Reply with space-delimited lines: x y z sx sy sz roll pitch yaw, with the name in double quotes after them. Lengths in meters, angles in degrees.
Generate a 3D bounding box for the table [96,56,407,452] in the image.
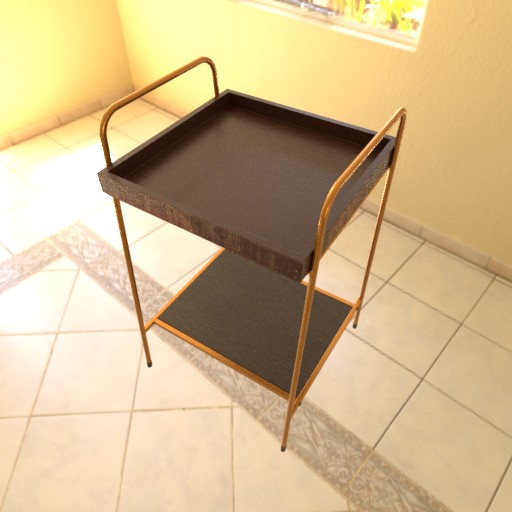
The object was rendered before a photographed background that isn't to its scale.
0.000 0.000 0.994 0.430 0.710 0.430 24 50 22 "table"
